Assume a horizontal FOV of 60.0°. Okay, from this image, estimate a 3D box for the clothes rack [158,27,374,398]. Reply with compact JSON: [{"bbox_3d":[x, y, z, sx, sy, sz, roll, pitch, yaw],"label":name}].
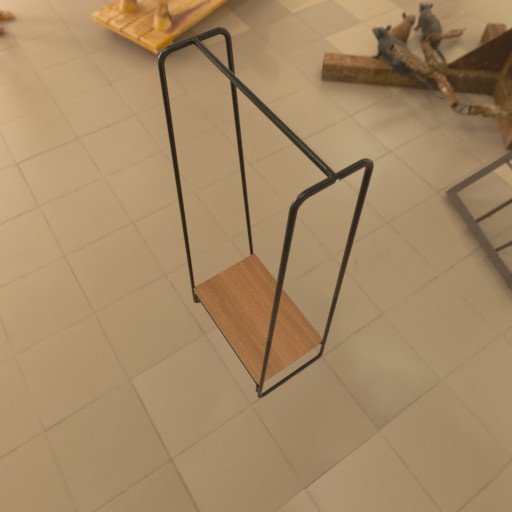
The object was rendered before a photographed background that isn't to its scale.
[{"bbox_3d":[0.000,0.000,1.741,0.400,1.500,0.640,-30,63,-17],"label":"clothes rack"}]
